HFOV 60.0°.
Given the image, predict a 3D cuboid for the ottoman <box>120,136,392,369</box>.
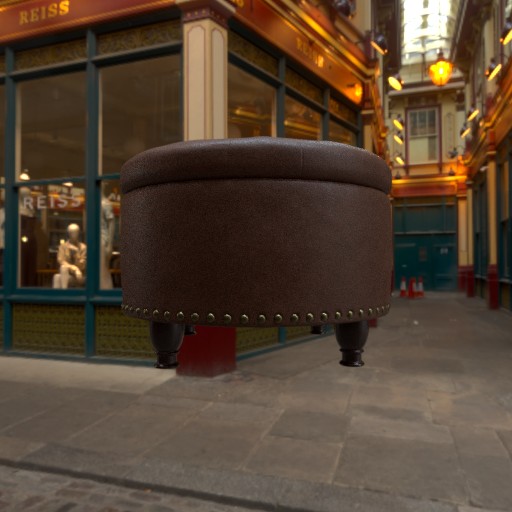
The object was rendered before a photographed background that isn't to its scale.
[{"bbox_3d":[0.000,0.000,1.083,0.637,0.442,0.637,0,0,0],"label":"ottoman"}]
